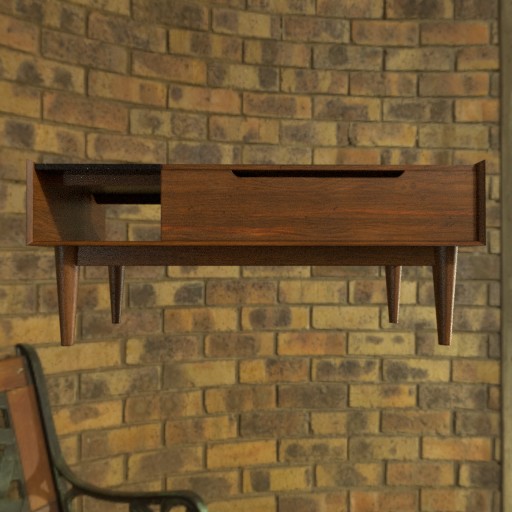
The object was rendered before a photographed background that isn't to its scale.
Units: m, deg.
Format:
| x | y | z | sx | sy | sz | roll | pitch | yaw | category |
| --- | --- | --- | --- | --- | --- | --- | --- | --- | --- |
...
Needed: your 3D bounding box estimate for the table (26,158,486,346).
| x | y | z | sx | sy | sz | roll | pitch | yaw | category |
| --- | --- | --- | --- | --- | --- | --- | --- | --- | --- |
| 0.000 | 0.000 | 1.480 | 1.221 | 0.508 | 0.610 | 0 | -1 | -1 | table |
